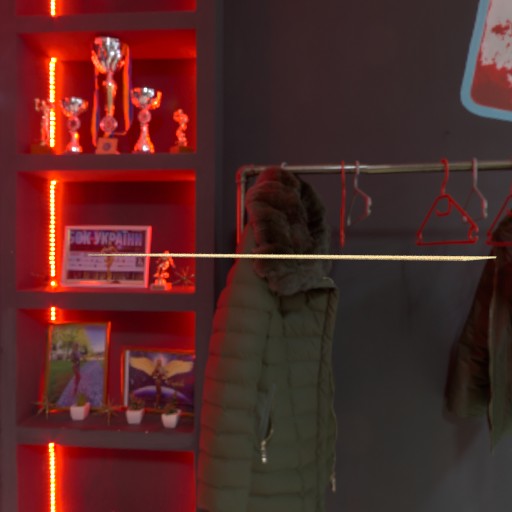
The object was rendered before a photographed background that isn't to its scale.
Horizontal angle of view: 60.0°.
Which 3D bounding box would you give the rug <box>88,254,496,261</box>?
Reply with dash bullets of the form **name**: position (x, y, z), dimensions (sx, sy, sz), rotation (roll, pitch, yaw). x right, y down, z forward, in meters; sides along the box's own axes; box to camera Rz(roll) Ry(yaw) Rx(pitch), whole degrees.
- **rug**: position (0.000, 0.000, 2.639), dimensions (2.437, 0.006, 0.686), rotation (1, 1, 37)
